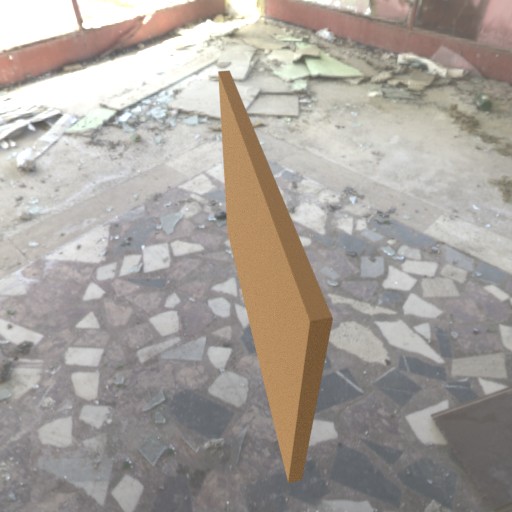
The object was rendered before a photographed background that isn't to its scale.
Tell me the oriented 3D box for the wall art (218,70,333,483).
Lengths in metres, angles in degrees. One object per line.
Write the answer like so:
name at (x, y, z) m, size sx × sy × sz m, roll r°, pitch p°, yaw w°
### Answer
wall art at (0.000, 0.000, 1.154) m, size 0.033 × 0.608 × 0.915 m, roll -8°, pitch 44°, yaw -8°
